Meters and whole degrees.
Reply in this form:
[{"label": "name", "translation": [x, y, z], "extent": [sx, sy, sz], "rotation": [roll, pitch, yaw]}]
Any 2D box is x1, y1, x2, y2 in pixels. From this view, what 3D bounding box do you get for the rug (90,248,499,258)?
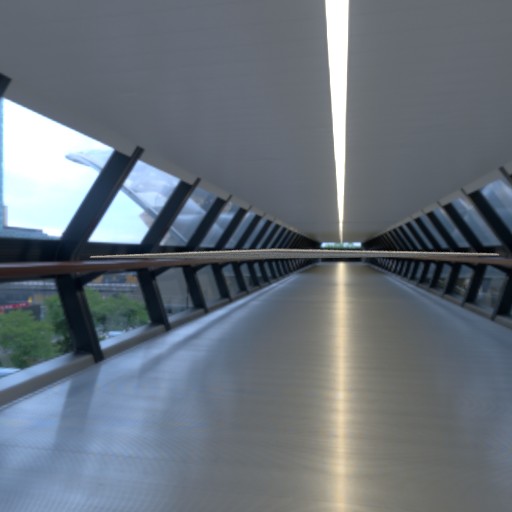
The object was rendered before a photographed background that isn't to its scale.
[{"label": "rug", "translation": [0.000, 0.000, 2.973], "extent": [1.536, 0.012, 2.431], "rotation": [1, -1, -35]}]
